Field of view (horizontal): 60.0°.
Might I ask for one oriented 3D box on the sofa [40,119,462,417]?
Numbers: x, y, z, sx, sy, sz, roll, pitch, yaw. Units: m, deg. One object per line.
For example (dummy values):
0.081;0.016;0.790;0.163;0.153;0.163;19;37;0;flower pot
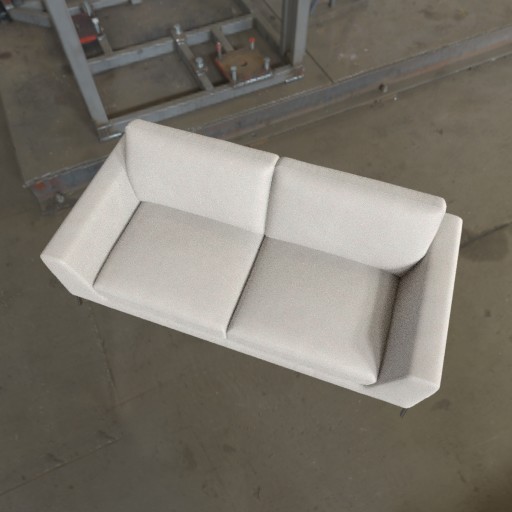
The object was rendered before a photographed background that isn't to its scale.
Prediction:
0.000;0.000;2.430;2.017;0.875;0.953;17;61;10;sofa
